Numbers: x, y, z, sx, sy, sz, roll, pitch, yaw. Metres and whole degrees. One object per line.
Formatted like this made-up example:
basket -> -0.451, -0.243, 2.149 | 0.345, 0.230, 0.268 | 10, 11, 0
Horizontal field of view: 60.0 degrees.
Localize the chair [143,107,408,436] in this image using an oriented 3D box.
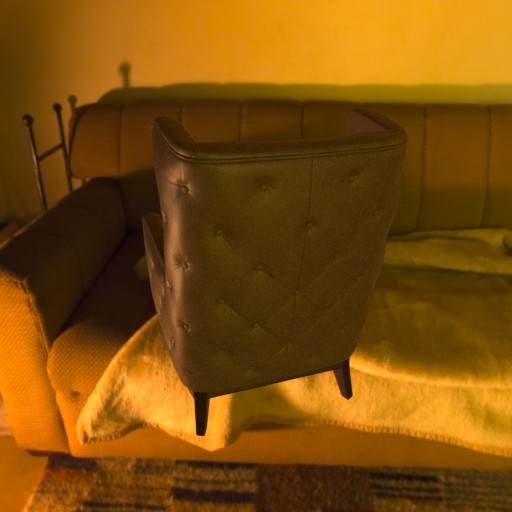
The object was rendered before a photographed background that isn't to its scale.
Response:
chair -> 0.000, 0.000, 1.665 | 0.769, 1.079, 0.899 | -8, 27, -16
